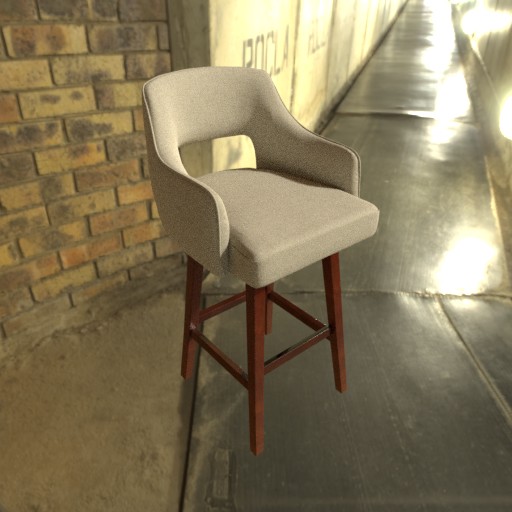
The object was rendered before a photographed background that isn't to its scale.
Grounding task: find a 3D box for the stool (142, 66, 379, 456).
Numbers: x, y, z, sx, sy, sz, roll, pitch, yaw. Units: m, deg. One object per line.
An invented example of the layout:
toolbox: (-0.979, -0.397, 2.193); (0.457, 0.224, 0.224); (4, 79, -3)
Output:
stool: (0.000, 0.000, 1.385); (0.550, 1.041, 0.560); (-22, 37, -33)
